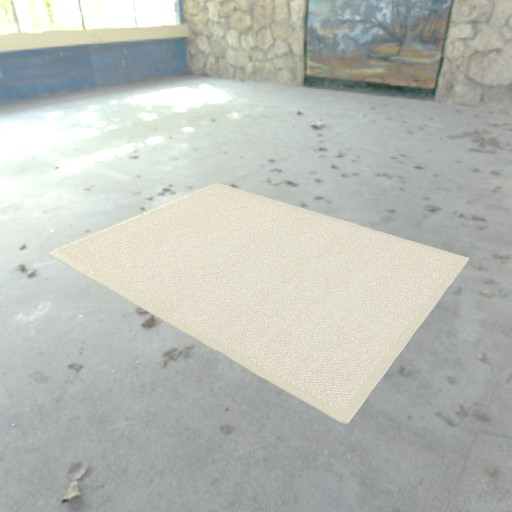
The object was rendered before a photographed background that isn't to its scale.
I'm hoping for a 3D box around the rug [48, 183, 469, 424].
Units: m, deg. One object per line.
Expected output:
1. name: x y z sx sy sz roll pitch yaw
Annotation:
1. rug: 0.000 0.000 4.794 3.659 0.037 2.734 22 36 32
